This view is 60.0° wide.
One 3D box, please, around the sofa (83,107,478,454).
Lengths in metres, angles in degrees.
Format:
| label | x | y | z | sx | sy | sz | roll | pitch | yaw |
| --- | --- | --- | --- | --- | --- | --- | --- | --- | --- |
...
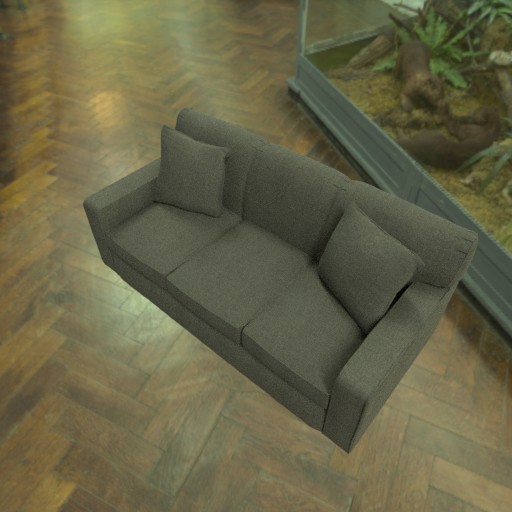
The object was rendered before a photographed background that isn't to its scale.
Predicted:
| label | x | y | z | sx | sy | sz | roll | pitch | yaw |
| --- | --- | --- | --- | --- | --- | --- | --- | --- | --- |
| sofa | 0.000 | 0.000 | 2.597 | 2.024 | 0.958 | 0.997 | 31 | 53 | 27 |
